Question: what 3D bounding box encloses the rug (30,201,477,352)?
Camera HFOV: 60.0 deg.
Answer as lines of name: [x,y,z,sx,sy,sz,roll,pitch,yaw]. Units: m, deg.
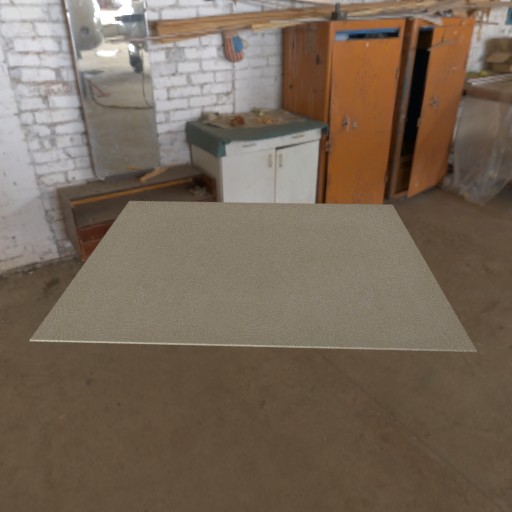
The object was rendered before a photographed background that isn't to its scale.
rug: [0.000,0.000,3.450,2.584,0.011,2.073,1,30,2]
